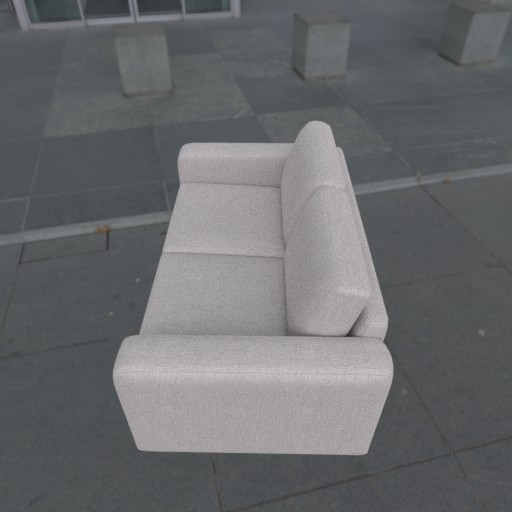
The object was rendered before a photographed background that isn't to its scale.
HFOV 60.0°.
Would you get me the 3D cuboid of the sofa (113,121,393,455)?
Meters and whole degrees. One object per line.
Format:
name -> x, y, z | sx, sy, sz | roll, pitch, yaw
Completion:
sofa -> 0.000, 0.000, 2.039 | 0.900, 0.800, 1.540 | 1, 41, 1
